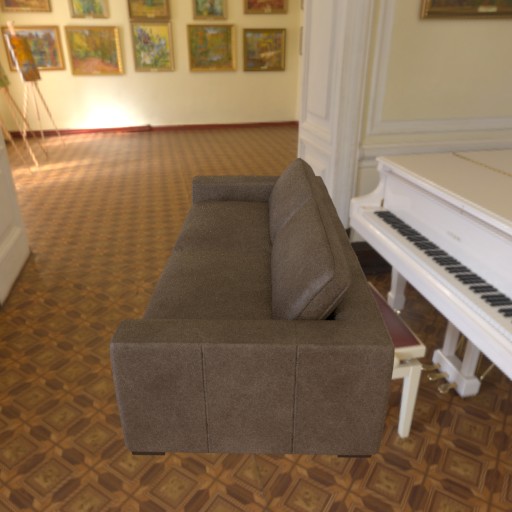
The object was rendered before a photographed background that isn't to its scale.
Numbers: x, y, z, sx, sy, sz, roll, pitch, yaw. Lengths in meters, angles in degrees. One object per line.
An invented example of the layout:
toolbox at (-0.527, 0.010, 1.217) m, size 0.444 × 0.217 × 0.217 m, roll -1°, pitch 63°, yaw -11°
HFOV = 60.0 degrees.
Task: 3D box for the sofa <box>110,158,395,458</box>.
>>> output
sofa at (0.000, 0.000, 2.667) m, size 1.070 × 0.801 × 2.262 m, roll 0°, pitch 26°, yaw 1°
